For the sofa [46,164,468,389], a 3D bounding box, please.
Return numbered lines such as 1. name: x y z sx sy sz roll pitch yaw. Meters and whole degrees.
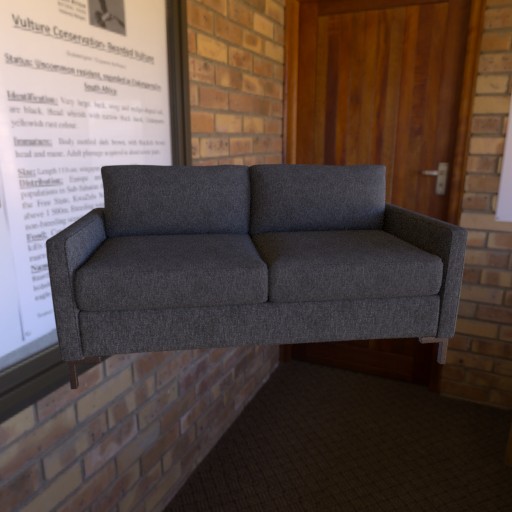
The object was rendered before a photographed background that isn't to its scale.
1. sofa: 0.000 0.000 2.185 1.716 0.862 0.866 -2 15 -7
